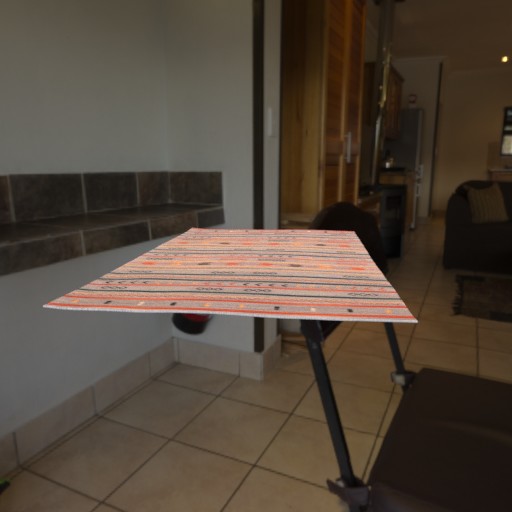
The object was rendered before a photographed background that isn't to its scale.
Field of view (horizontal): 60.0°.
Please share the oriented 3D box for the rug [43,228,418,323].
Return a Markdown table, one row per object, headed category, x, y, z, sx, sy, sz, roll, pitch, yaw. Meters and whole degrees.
| category | x | y | z | sx | sy | sz | roll | pitch | yaw |
| --- | --- | --- | --- | --- | --- | --- | --- | --- | --- |
| rug | 0.000 | 0.000 | 2.969 | 1.537 | 0.029 | 2.439 | 1 | 12 | 7 |
